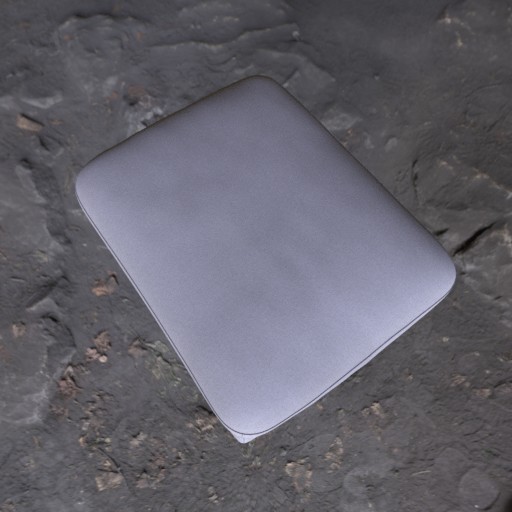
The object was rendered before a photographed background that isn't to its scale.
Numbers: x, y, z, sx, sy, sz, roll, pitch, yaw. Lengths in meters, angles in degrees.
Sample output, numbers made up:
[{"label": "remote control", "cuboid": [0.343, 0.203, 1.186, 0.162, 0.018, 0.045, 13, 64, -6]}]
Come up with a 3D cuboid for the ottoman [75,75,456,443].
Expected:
[{"label": "ottoman", "cuboid": [0.000, 0.000, 1.133, 0.593, 0.478, 0.747, -33, 69, -15]}]
